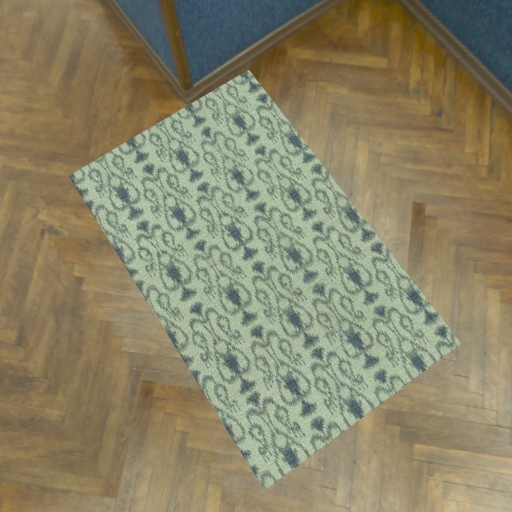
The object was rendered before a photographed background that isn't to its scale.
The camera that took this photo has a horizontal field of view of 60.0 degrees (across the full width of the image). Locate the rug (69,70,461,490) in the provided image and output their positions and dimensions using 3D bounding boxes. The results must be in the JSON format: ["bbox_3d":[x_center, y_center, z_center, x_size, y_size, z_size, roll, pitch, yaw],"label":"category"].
[{"bbox_3d":[0.000,0.000,2.016,1.035,0.006,1.652,-33,78,-8],"label":"rug"}]
